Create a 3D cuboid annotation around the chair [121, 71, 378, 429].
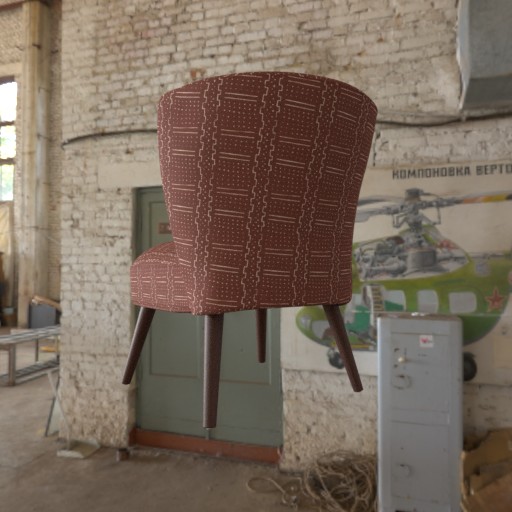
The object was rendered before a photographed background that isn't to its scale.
[{"bbox_3d":[0.000,0.000,1.389,0.706,0.866,0.758,1,-2,-36],"label":"chair"}]
